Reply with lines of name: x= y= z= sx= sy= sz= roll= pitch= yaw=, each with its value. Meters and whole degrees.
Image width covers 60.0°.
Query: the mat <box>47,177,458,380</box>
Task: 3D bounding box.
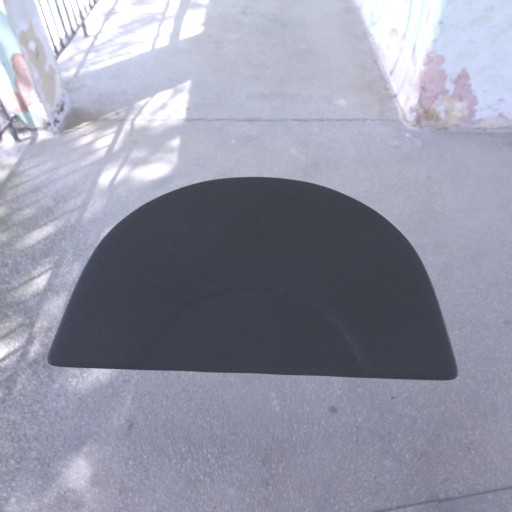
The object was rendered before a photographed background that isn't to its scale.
mat: x=0.000 y=0.000 z=1.593 sx=1.220 sy=0.016 sz=0.917 roll=2 pitch=48 yaw=1
